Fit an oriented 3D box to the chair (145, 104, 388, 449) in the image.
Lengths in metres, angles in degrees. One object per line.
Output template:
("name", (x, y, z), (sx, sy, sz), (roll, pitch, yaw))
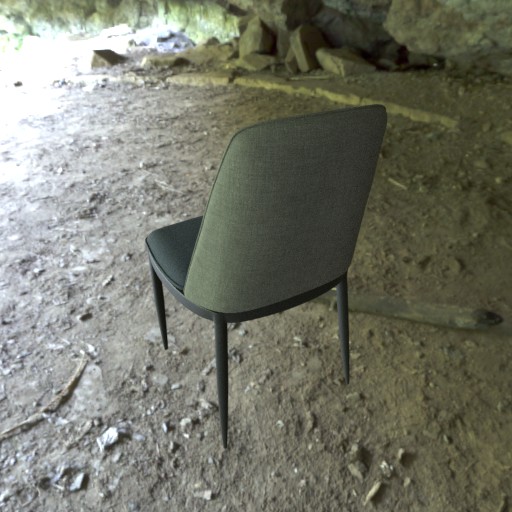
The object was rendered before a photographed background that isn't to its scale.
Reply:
("chair", (0.000, 0.000, 1.194), (0.488, 0.855, 0.550), (-17, 34, -27))
